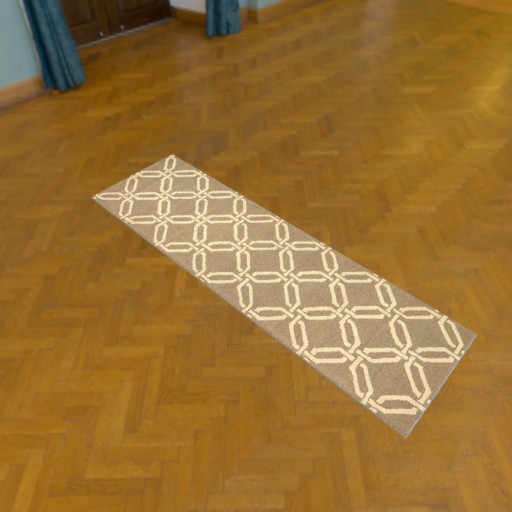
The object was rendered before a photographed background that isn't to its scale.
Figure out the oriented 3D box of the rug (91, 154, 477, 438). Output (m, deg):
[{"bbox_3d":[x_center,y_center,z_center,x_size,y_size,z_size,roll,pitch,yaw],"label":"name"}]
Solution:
[{"bbox_3d":[0.000,0.000,2.496,2.276,0.014,0.678,34,55,28],"label":"rug"}]
